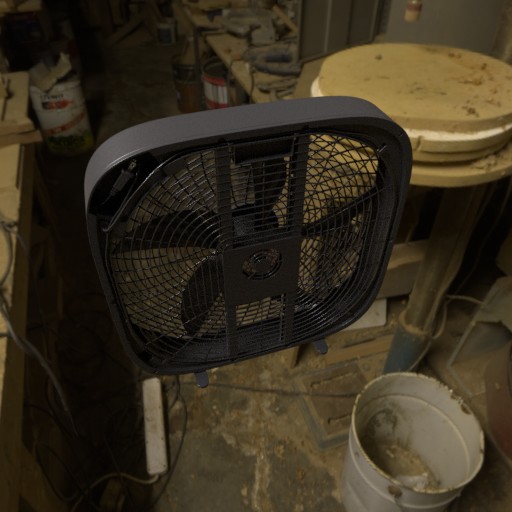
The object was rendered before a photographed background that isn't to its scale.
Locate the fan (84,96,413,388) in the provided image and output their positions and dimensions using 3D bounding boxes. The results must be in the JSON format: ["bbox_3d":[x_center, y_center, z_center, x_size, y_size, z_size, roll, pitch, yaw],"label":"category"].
[{"bbox_3d":[0.000,0.000,0.803,0.526,0.533,0.142,-12,44,-13],"label":"fan"}]
